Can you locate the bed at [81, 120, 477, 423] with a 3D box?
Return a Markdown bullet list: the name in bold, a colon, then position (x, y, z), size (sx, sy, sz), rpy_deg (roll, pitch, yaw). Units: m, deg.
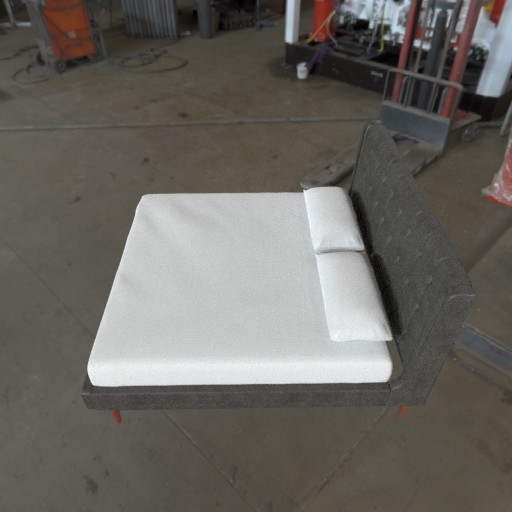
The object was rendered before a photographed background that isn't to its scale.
- **bed**: position (0.000, 0.000, 3.107), size (2.031, 1.158, 1.903), rpy_deg (-1, 41, -1)
